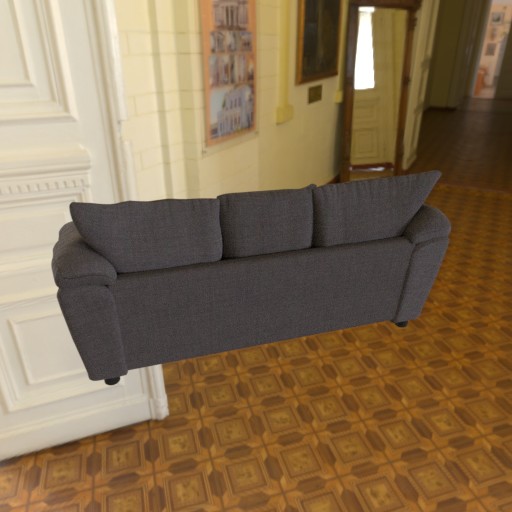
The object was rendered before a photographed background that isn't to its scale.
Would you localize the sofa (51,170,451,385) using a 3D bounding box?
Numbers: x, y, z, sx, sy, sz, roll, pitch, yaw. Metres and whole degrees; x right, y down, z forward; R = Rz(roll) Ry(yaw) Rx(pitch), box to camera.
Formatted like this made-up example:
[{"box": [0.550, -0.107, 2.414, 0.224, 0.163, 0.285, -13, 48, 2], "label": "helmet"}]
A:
[{"box": [0.000, 0.000, 2.838, 2.336, 1.080, 0.883, -8, 27, -15], "label": "sofa"}]
